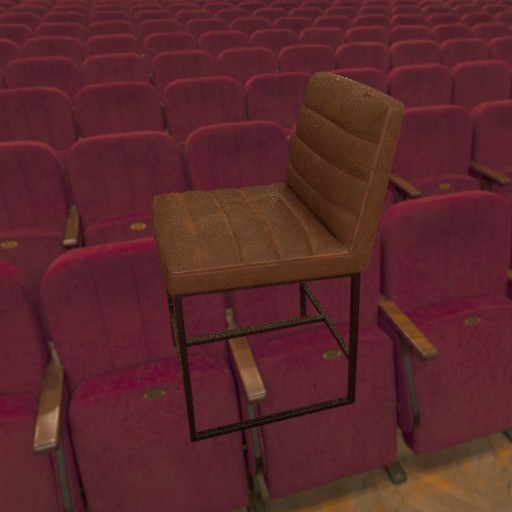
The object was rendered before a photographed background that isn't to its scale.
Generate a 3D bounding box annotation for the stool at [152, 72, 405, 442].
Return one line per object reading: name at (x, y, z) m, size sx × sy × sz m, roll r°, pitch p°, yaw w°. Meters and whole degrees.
stool at (0.000, 0.000, 1.297) m, size 0.562 × 0.942 × 0.463 m, roll -8°, pitch 32°, yaw -14°
